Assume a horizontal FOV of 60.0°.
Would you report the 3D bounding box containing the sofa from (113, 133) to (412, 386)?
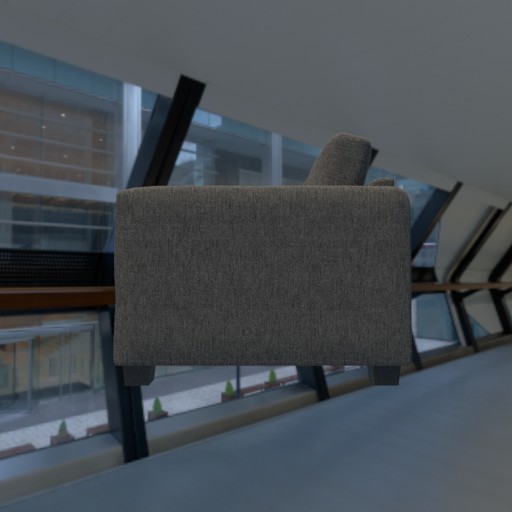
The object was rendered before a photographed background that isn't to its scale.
[{"bbox_3d":[0.000,0.000,2.012,0.900,0.800,1.520,0,-2,0],"label":"sofa"}]
